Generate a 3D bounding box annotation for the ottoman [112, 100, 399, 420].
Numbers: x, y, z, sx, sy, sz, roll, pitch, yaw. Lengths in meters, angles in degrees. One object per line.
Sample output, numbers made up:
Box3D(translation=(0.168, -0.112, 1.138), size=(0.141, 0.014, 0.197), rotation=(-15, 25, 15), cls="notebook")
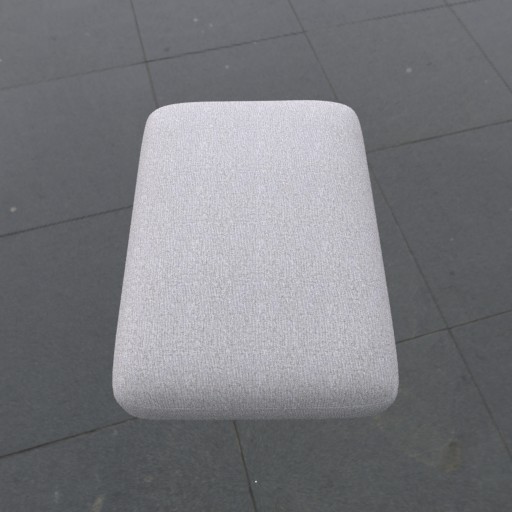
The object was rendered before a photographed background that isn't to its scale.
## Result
Box3D(translation=(0.000, 0.000, 1.092), size=(0.568, 0.420, 0.772), rotation=(-1, 63, 0), cls="ottoman")
